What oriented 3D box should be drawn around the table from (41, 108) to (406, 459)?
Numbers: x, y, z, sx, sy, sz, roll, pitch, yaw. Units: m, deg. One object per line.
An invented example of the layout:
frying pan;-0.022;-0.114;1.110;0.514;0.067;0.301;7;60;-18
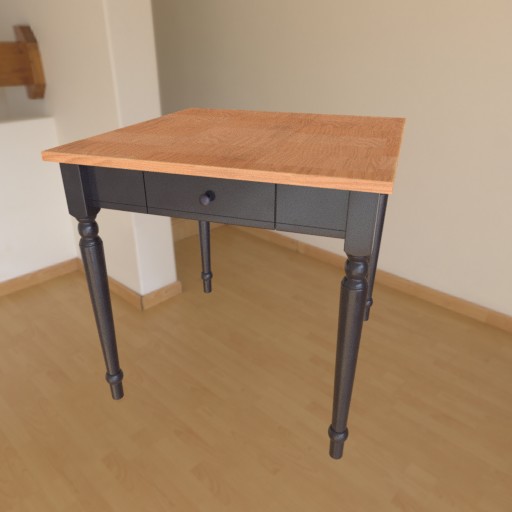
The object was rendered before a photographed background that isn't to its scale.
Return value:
table;0.000;0.000;1.344;0.747;0.738;0.747;8;27;17
